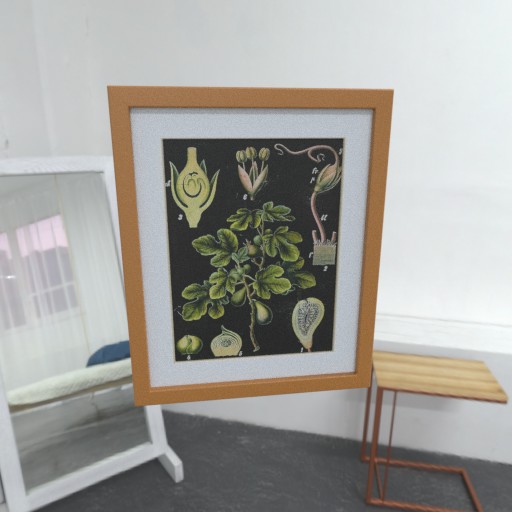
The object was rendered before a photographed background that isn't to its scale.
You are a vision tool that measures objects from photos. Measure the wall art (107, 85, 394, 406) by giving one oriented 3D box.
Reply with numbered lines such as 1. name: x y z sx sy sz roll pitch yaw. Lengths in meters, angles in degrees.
1. wall art: 0.000 0.000 0.777 0.452 0.553 0.022 -2 16 -8
